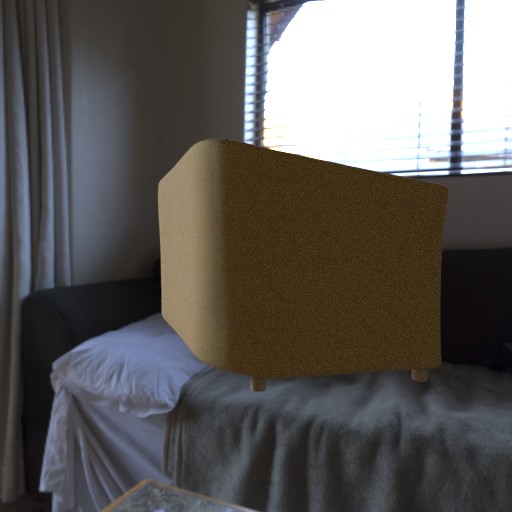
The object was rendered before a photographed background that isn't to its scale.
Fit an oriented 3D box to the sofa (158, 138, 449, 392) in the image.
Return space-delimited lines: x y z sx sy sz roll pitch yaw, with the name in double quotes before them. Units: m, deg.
"sofa" 0.000 0.000 1.861 0.705 0.721 1.452 -1 2 -19
